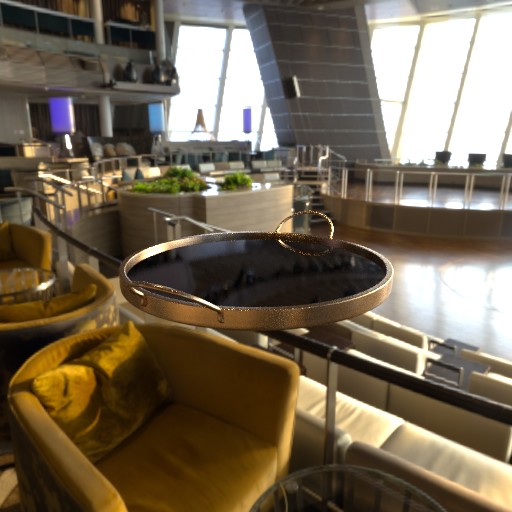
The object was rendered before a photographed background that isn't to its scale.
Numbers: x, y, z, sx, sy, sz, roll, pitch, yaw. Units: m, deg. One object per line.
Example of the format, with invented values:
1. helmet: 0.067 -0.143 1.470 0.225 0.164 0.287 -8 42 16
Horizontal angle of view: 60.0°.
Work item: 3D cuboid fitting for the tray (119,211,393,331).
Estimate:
1. tray: 0.000 0.000 0.736 0.438 0.069 0.543 8 17 26
